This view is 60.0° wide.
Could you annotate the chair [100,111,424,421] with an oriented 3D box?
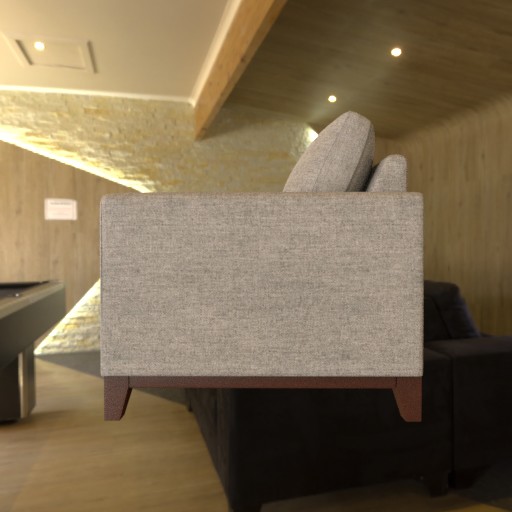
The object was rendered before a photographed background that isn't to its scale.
[{"bbox_3d":[0.000,0.000,1.860,1.038,1.010,1.024,0,1,0],"label":"chair"}]
